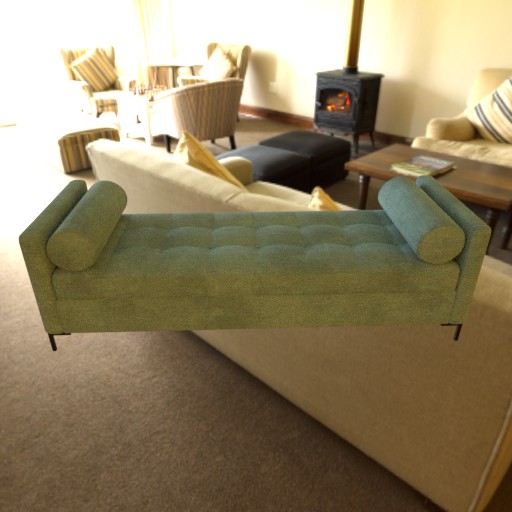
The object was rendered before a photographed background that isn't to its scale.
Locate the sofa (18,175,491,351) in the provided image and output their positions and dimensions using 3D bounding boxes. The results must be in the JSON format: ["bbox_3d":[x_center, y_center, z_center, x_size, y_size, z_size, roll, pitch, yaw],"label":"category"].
[{"bbox_3d":[0.000,0.000,2.279,1.981,0.635,0.686,-1,29,-2],"label":"sofa"}]
